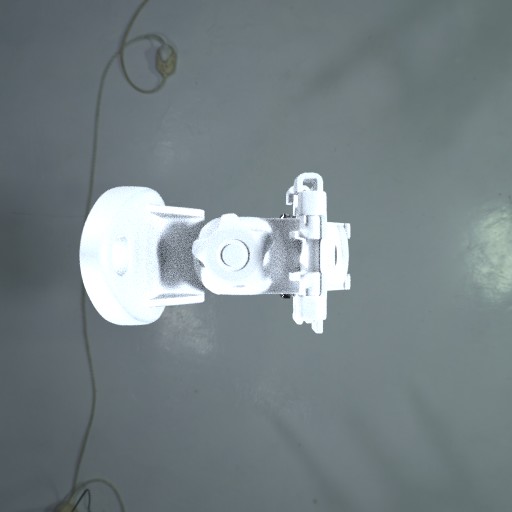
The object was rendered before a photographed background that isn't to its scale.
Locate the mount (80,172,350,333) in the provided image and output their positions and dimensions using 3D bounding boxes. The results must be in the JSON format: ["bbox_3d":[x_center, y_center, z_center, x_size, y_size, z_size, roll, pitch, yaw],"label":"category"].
[{"bbox_3d":[0.000,0.000,0.177,0.100,0.118,0.066,0,90,-2],"label":"mount"}]
